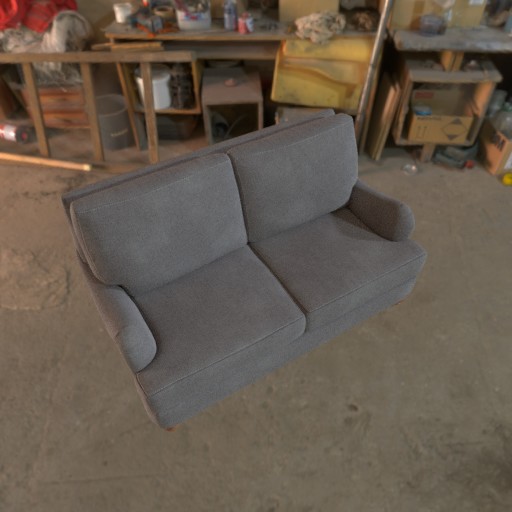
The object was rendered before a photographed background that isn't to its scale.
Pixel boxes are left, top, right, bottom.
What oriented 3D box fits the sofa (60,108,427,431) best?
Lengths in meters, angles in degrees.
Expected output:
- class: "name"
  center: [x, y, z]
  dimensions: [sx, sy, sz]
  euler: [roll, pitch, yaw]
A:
- class: "sofa"
  center: [0.000, 0.000, 2.630]
  dimensions: [1.853, 1.101, 1.084]
  euler: [-24, 51, -21]
